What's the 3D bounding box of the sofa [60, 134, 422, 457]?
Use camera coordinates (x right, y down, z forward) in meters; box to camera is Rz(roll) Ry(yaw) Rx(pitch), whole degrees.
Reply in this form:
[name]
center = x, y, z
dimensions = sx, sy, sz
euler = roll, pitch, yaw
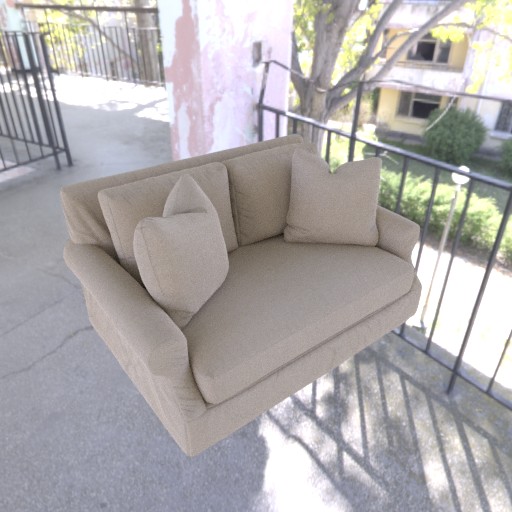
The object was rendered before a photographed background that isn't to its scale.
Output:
[sofa]
center = 0.000, 0.000, 2.182
dimensions = 1.550, 0.905, 1.070
euler = -22, 37, -32
